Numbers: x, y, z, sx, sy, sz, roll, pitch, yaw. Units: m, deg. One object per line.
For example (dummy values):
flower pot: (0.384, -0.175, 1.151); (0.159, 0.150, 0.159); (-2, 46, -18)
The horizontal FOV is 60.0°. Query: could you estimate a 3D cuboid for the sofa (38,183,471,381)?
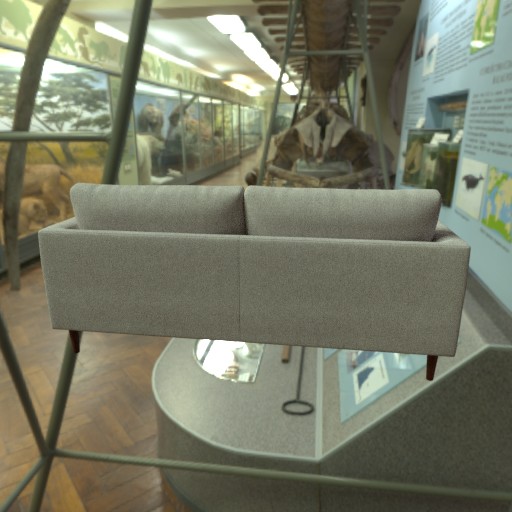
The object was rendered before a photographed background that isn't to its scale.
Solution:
sofa: (0.000, 0.000, 2.474); (1.948, 0.868, 1.020); (2, 17, 8)
